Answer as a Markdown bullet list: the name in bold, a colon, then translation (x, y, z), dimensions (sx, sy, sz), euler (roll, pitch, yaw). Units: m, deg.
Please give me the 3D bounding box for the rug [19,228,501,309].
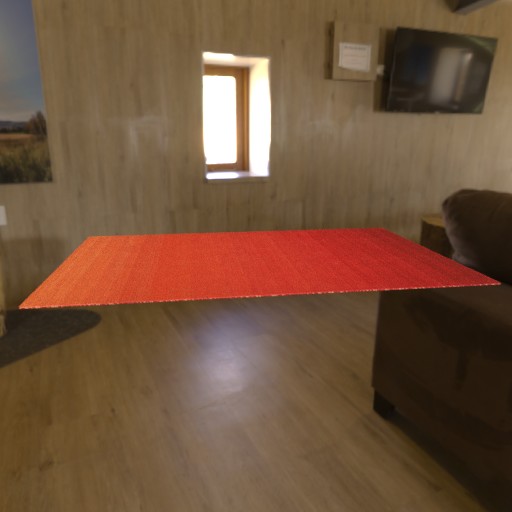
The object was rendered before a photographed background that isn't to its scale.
- **rug**: translation (0.000, 0.000, 2.939), dimensions (2.442, 0.010, 1.531), euler (-2, 15, -8)
